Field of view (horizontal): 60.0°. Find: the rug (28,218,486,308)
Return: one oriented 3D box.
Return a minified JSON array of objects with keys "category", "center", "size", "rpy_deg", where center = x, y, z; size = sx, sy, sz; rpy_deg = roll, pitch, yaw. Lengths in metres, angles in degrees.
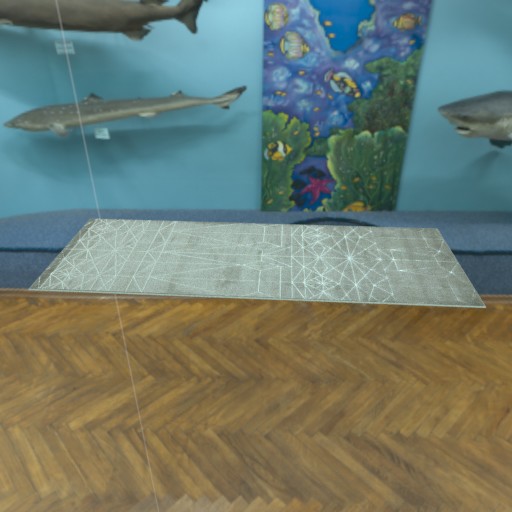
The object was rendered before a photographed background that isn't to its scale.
[{"category":"rug","center":[0.000,0.000,2.677],"size":[2.388,0.012,0.864],"rpy_deg":[2,31,3]}]
